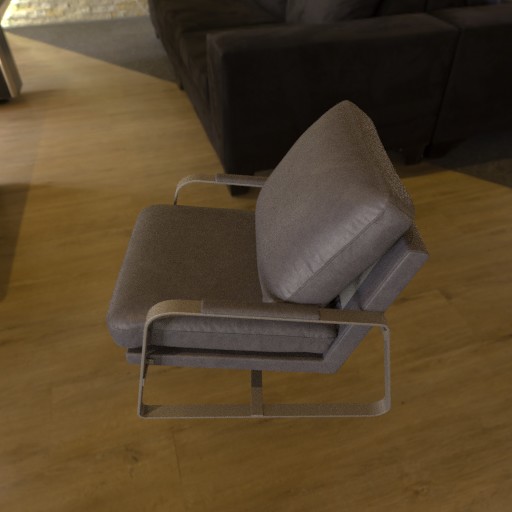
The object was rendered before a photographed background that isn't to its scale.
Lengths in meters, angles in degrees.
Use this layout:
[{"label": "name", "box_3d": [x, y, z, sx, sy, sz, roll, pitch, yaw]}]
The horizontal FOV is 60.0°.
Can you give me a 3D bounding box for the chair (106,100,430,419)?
[{"label": "chair", "box_3d": [0.000, 0.000, 1.473, 0.878, 0.839, 0.692, 0, 41, 0]}]
